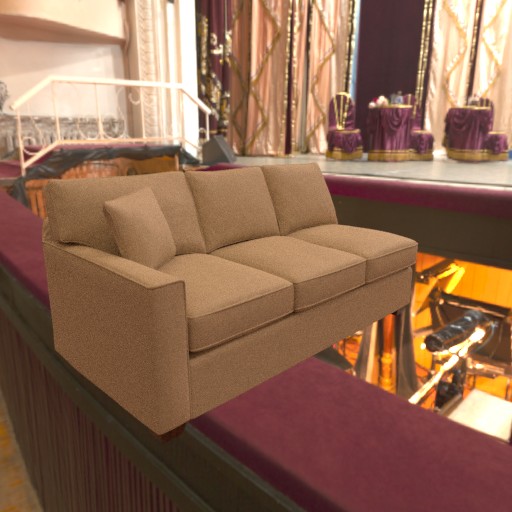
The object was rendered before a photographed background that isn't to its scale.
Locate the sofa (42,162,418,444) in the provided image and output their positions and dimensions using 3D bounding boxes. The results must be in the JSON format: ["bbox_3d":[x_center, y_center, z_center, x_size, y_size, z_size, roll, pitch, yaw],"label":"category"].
[{"bbox_3d":[0.000,0.000,2.508,1.962,0.946,1.034,-14,21,-43],"label":"sofa"}]
